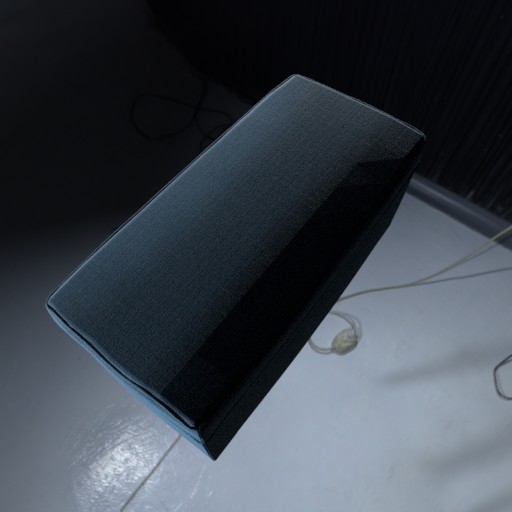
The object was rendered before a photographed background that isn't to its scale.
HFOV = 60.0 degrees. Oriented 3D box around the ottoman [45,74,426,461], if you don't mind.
[{"bbox_3d":[0.000,0.000,1.220,0.474,0.474,0.943,33,65,18],"label":"ottoman"}]
